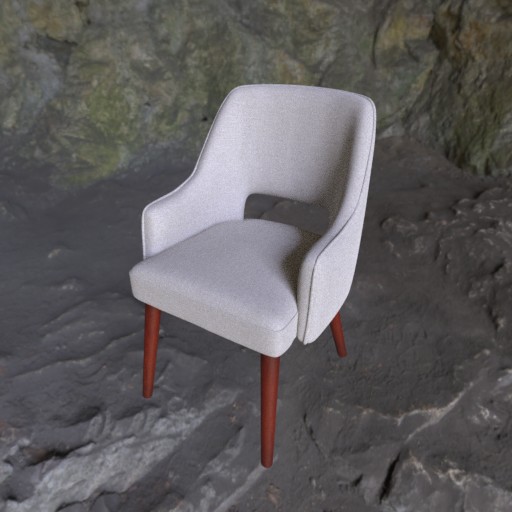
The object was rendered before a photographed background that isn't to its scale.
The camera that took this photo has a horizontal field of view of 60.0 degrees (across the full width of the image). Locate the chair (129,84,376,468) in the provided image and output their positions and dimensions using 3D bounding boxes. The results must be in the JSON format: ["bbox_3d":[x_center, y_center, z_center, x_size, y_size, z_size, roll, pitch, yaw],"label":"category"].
[{"bbox_3d":[0.000,0.000,1.245,0.560,0.840,0.580,17,33,29],"label":"chair"}]
